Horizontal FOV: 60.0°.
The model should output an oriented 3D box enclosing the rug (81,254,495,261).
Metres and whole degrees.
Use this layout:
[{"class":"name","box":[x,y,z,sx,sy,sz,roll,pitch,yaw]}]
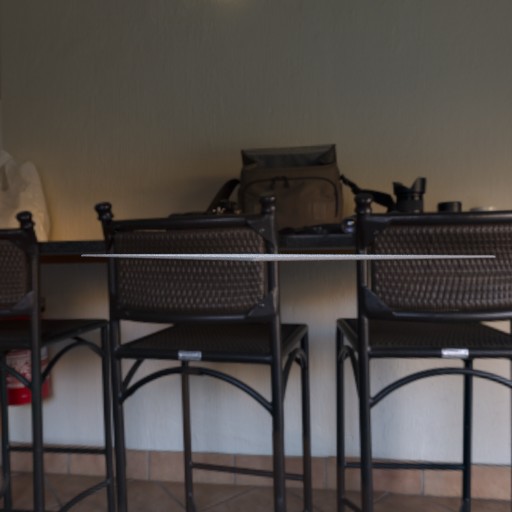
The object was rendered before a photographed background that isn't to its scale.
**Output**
[{"class":"rug","box":[0.000,0.000,2.681,1.517,0.013,2.115,0,1,-35]}]
